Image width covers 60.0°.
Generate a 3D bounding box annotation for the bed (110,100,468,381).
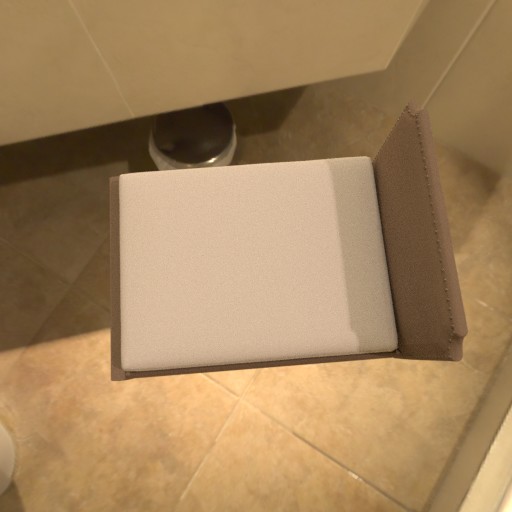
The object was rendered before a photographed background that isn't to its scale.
[{"bbox_3d":[0.000,0.000,3.347,2.372,1.443,1.713,-4,77,-1],"label":"bed"}]
